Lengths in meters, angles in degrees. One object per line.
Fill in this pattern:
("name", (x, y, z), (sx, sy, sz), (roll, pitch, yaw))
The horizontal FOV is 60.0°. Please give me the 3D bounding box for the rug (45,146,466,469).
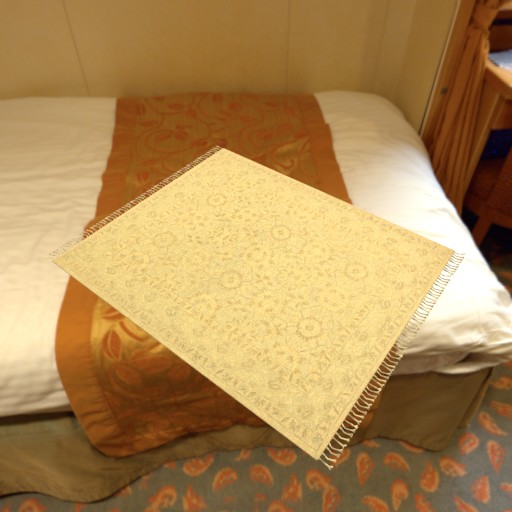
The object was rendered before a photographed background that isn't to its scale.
("rug", (0.000, 0.000, 4.076), (3.043, 0.013, 2.444), (29, 52, 25))
